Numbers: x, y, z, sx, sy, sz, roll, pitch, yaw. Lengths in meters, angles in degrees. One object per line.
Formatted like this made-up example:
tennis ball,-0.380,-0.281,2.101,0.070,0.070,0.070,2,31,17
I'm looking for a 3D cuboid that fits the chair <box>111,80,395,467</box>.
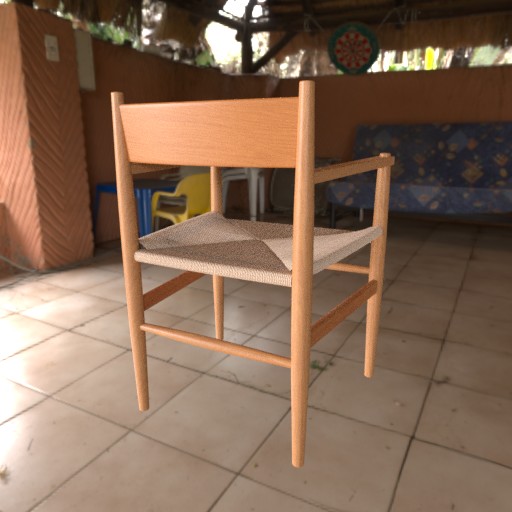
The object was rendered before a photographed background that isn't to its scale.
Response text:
chair,0.000,0.000,1.118,0.556,0.762,0.495,8,17,27
